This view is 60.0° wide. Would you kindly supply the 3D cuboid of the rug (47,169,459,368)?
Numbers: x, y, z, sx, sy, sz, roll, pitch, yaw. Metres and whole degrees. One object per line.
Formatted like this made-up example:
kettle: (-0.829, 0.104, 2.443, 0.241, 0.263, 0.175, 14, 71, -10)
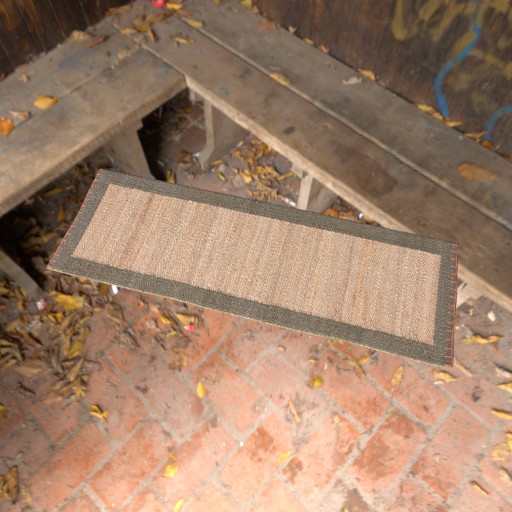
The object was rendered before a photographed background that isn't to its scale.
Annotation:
rug: (0.000, 0.000, 2.723, 2.413, 0.016, 0.810, 13, 63, 7)
